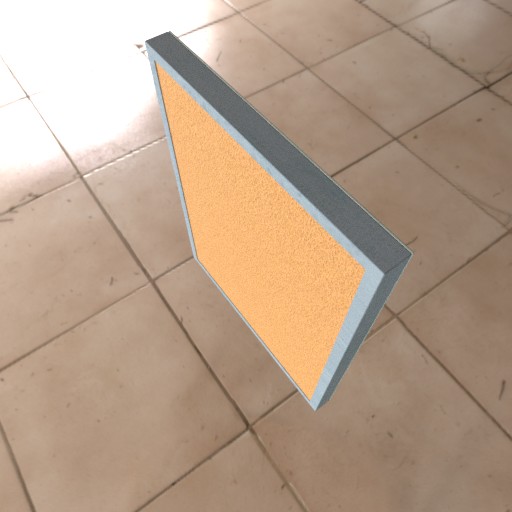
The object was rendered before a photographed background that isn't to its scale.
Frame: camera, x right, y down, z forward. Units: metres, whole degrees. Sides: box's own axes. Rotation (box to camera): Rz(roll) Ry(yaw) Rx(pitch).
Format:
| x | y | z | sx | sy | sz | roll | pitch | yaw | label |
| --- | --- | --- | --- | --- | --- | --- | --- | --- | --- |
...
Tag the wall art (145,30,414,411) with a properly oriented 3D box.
| x | y | z | sx | sy | sz | roll | pitch | yaw | label |
| --- | --- | --- | --- | --- | --- | --- | --- | --- | --- |
| 0.000 | 0.000 | 0.679 | 0.037 | 0.509 | 0.409 | -32 | 64 | -18 | wall art |
